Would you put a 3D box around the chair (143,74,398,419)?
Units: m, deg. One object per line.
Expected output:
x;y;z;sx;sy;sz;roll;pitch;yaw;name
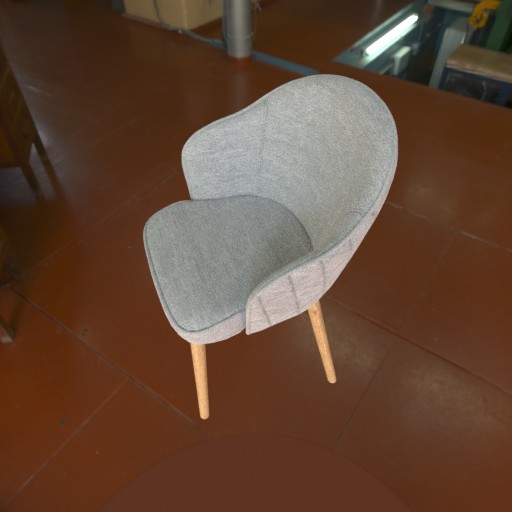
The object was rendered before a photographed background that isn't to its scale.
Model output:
0.000;0.000;1.142;0.530;0.800;0.540;-15;48;-14;chair
